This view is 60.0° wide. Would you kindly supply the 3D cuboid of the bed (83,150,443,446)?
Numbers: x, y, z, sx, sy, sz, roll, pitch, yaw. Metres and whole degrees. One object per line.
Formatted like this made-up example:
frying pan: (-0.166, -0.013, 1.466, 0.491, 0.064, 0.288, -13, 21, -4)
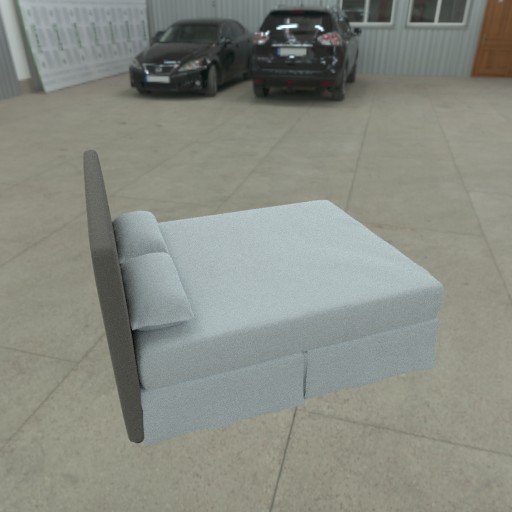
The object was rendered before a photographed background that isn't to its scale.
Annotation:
bed: (0.000, 0.000, 3.209, 2.142, 1.330, 1.748, -10, 30, -17)
